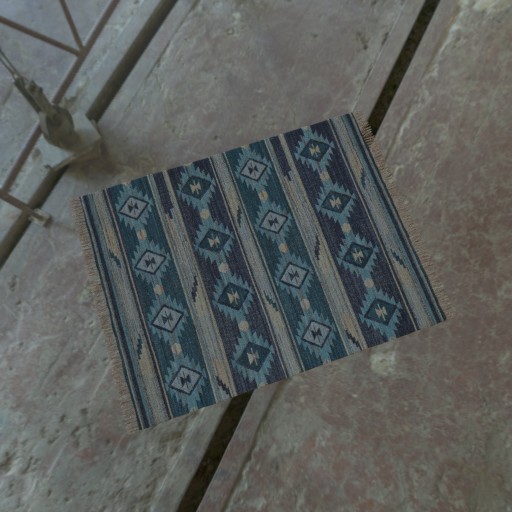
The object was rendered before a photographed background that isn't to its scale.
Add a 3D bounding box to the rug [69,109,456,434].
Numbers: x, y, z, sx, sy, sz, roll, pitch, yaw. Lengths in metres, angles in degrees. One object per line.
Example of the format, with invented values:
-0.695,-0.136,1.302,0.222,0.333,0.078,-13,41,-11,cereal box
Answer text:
0.000,0.000,4.432,3.307,0.047,2.418,-18,76,-5,rug
